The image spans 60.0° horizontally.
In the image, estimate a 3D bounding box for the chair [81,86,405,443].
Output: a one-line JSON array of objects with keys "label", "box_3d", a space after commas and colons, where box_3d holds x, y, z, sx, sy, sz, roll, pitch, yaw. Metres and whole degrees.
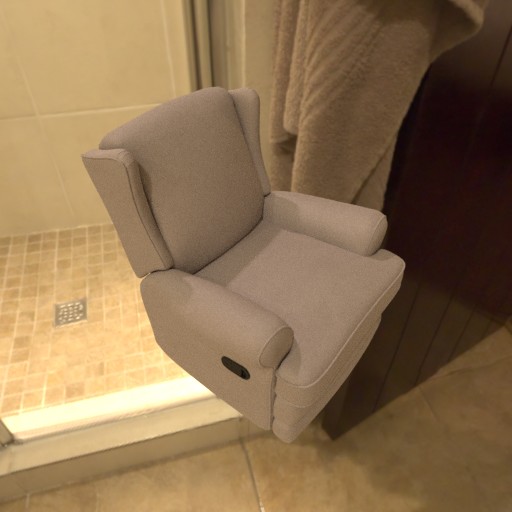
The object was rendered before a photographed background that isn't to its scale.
[{"label": "chair", "box_3d": [0.000, 0.000, 1.714, 0.969, 1.011, 0.847, 28, 49, 27]}]
